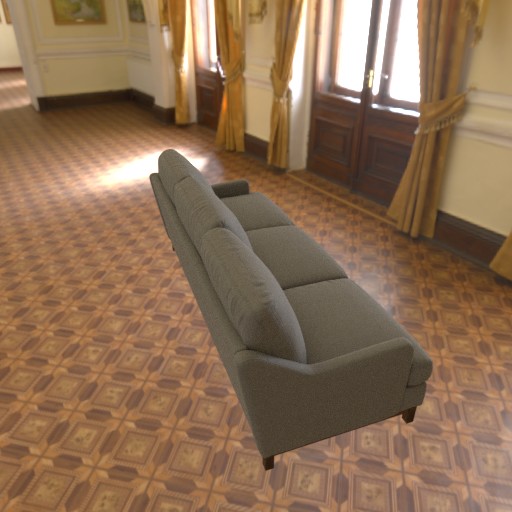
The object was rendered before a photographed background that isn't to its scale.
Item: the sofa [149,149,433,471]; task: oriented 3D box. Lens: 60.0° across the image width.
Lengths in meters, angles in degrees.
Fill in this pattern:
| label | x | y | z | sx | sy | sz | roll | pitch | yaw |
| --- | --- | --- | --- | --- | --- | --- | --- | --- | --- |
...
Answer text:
| label | x | y | z | sx | sy | sz | roll | pitch | yaw |
| --- | --- | --- | --- | --- | --- | --- | --- | --- | --- |
| sofa | 0.000 | 0.000 | 2.858 | 0.987 | 0.926 | 2.344 | -10 | 31 | -17 |
